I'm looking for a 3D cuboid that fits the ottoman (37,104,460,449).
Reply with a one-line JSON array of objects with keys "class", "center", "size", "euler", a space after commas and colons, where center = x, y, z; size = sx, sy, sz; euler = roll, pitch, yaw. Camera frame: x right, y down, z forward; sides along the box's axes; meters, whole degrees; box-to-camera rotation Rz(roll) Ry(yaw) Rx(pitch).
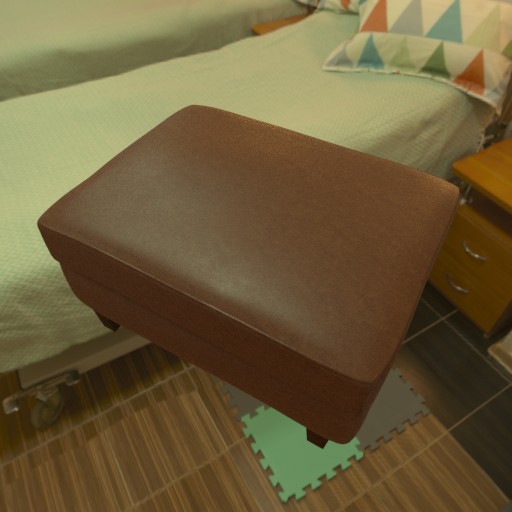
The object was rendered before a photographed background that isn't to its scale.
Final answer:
[{"class": "ottoman", "center": [0.000, 0.000, 1.207], "size": [0.851, 0.485, 0.650], "euler": [23, 52, 20]}]
